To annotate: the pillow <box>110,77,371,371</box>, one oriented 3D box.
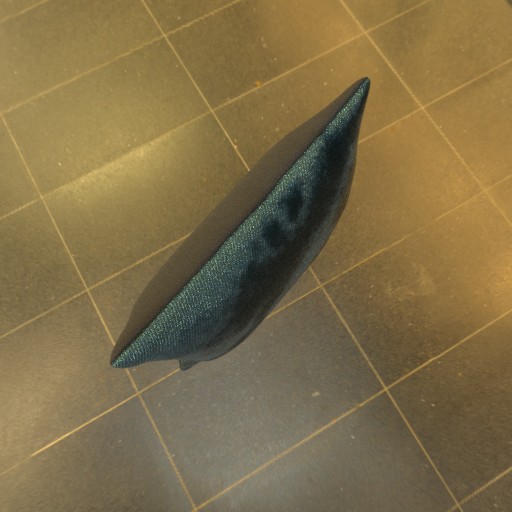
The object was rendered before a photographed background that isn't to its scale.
[{"bbox_3d":[0.000,0.000,0.669,0.138,0.430,0.436,39,79,9],"label":"pillow"}]
